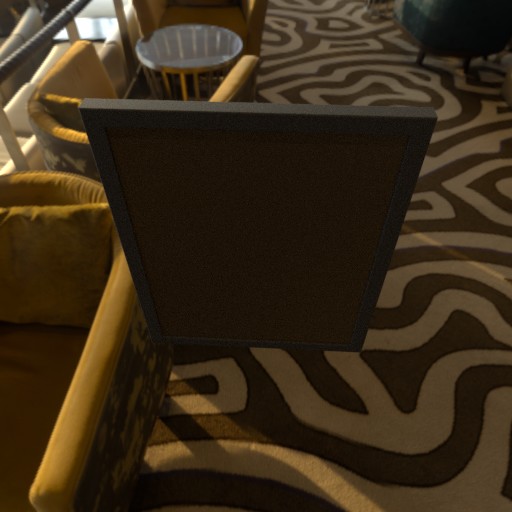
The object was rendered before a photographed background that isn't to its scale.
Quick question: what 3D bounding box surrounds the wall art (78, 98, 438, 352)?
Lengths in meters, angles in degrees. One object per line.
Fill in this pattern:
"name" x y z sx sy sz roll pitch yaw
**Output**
"wall art" 0.000 0.000 0.773 0.457 0.558 0.028 2 47 2
